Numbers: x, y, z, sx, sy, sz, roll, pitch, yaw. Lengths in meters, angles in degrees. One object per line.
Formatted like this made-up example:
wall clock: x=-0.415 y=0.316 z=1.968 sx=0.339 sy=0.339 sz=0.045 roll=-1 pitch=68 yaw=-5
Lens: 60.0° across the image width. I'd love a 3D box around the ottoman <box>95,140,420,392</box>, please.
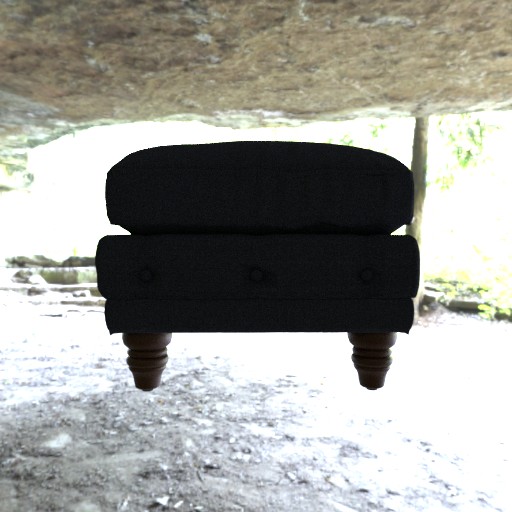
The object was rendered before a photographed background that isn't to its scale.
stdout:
ottoman: x=0.000 y=0.000 z=1.129 sx=0.558 sy=0.486 sz=0.767 roll=0 pitch=1 yaw=-1
